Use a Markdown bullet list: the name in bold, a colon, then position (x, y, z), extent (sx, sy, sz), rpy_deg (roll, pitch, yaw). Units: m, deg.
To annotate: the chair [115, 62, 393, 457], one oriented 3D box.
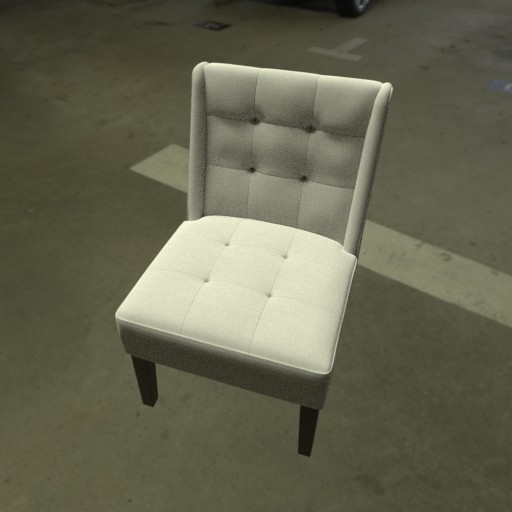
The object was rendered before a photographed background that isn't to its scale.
- **chair**: position (0.000, 0.000, 1.283), extent (0.569, 0.853, 0.676), rpy_deg (12, 43, 13)
